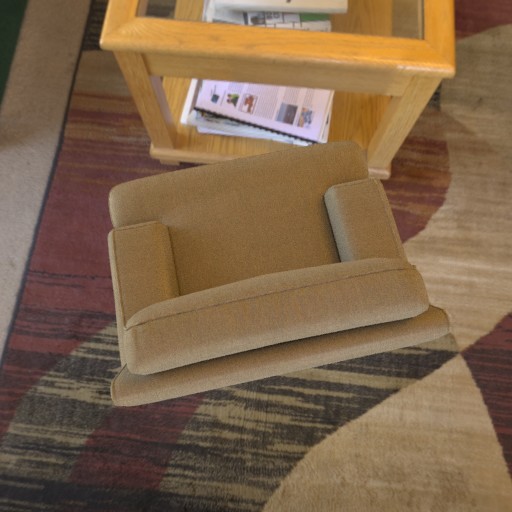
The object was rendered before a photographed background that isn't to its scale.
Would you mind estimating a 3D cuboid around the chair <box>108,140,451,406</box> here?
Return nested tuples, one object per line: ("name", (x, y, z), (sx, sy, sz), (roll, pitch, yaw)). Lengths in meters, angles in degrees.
("chair", (0.000, 0.000, 1.984), (1.270, 0.974, 1.043), (-12, 75, -3))
